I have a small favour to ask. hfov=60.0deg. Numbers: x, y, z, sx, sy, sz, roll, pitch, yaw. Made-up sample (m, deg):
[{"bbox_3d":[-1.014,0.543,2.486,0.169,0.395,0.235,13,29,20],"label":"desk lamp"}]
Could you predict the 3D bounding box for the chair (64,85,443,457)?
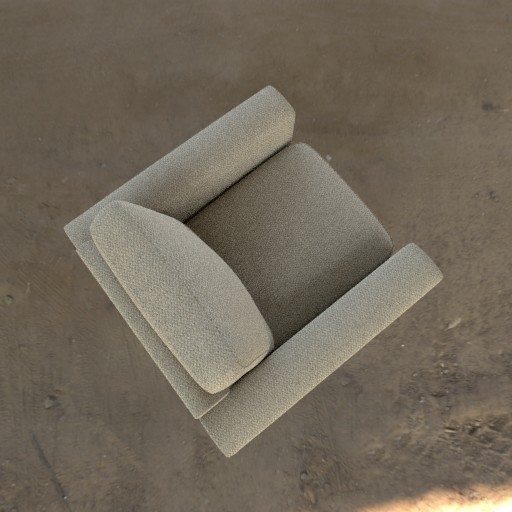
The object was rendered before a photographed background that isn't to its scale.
[{"bbox_3d":[0.000,0.000,1.714,1.016,0.873,1.005,-37,79,-9],"label":"chair"}]
